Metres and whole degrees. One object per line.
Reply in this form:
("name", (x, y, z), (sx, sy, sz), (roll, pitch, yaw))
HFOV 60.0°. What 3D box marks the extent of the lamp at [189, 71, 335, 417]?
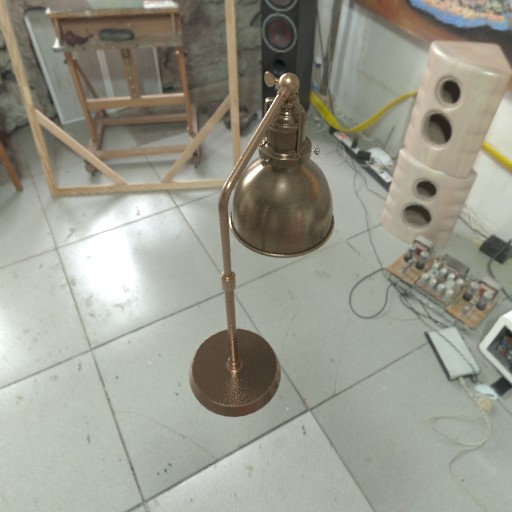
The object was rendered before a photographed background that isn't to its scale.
("lamp", (0.000, 0.000, 0.605), (0.153, 0.456, 0.286), (25, 53, 20))
